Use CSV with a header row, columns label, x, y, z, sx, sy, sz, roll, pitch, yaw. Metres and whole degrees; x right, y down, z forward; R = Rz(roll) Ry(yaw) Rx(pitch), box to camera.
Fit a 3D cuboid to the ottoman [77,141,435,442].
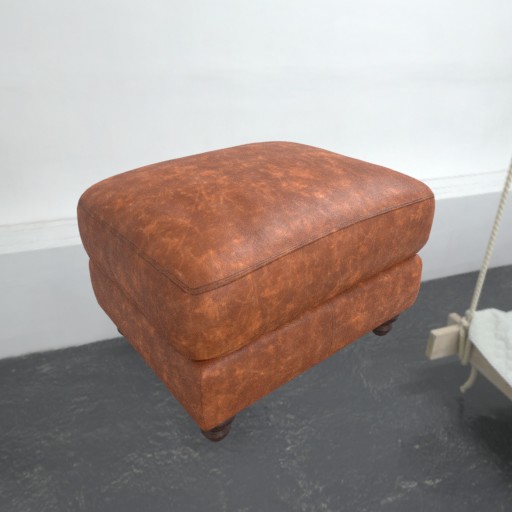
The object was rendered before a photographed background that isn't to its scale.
label,x,y,z,sx,sy,sz,roll,pitch,yaw
ottoman,0.000,0.000,1.289,0.832,0.562,0.657,-21,36,-33
